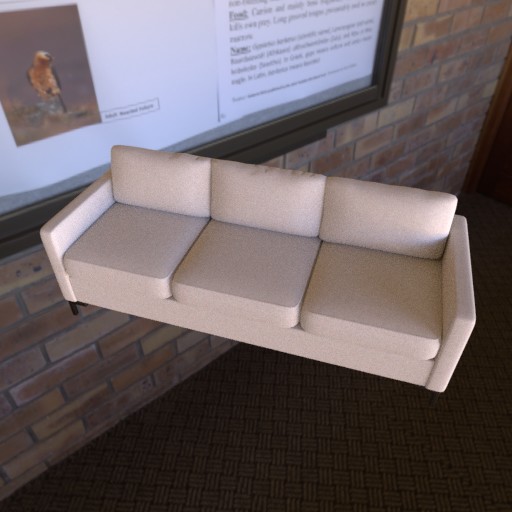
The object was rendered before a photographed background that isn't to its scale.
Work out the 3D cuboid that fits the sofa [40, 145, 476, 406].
[{"bbox_3d":[0.000,0.000,2.569,2.218,0.874,0.859,11,41,13],"label":"sofa"}]
